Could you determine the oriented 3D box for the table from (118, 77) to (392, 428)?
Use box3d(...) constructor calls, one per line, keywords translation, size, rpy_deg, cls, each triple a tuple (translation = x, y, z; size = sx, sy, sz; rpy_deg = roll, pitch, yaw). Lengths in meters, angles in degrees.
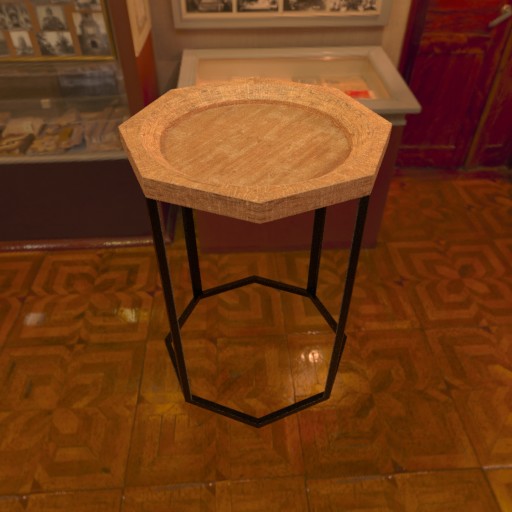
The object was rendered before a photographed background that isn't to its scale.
box3d(translation=(0.000, 0.000, 0.887), size=(0.437, 0.553, 0.437), rpy_deg=(-1, 41, -1), cls="table")
